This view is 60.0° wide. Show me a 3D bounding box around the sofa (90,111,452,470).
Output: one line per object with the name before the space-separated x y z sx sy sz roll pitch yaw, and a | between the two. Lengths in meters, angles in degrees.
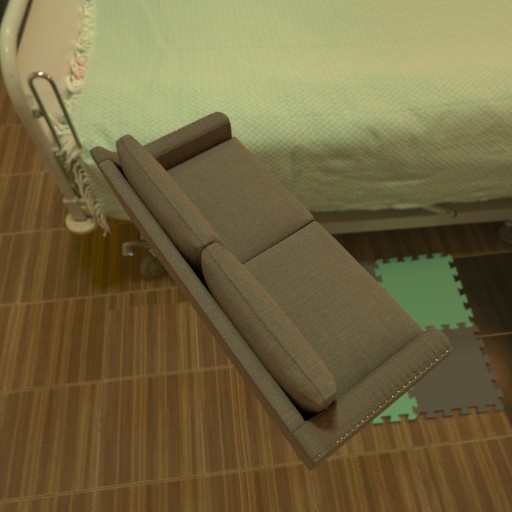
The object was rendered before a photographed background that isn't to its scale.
sofa | 0.000 0.000 2.683 1.000 0.857 2.208 -32 63 -18
